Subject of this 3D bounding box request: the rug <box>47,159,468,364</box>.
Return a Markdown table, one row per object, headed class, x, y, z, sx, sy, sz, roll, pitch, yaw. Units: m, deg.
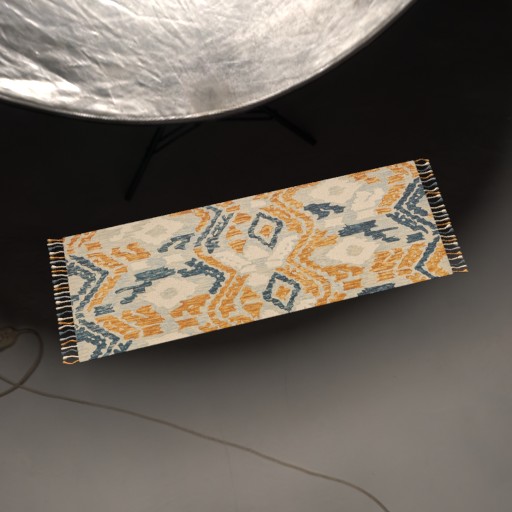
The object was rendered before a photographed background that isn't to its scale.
| class | x | y | z | sx | sy | sz | roll | pitch | yaw |
| --- | --- | --- | --- | --- | --- | --- | --- | --- | --- |
| rug | 0.000 | 0.000 | 2.678 | 2.437 | 0.010 | 0.783 | -13 | 77 | -3 |
